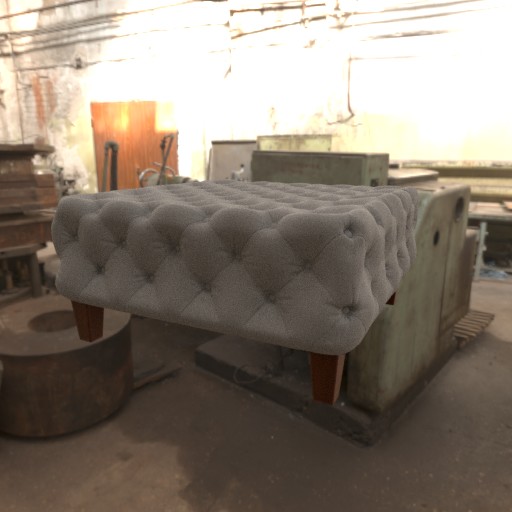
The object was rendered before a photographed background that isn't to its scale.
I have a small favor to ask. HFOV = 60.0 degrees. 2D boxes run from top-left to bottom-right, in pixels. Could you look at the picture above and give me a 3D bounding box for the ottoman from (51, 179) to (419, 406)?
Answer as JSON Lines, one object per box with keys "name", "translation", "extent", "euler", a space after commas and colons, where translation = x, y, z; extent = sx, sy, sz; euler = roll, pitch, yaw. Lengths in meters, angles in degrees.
{"name": "ottoman", "translation": [0.000, 0.000, 1.448], "extent": [0.917, 0.439, 0.911], "euler": [7, 15, 26]}
